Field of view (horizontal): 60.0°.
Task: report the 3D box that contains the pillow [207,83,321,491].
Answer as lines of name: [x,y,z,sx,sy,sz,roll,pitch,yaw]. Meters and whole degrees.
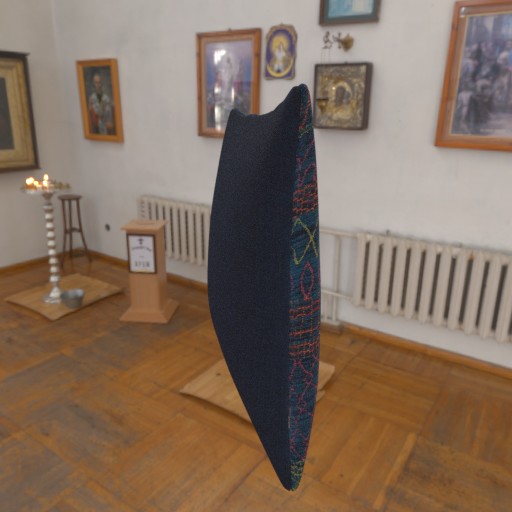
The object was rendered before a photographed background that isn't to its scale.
pillow: [0.000,0.000,0.638,0.141,0.431,0.431,-3,17,-10]
